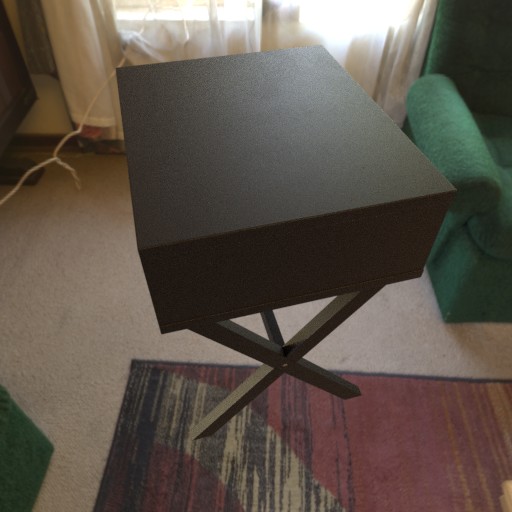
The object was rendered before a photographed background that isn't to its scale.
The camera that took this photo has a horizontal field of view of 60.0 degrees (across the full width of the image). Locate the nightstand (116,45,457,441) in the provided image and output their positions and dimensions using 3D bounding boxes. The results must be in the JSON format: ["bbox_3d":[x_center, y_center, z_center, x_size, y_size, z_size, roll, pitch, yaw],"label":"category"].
[{"bbox_3d":[0.000,0.000,0.912,0.402,0.623,0.479,-11,48,-10],"label":"nightstand"}]
